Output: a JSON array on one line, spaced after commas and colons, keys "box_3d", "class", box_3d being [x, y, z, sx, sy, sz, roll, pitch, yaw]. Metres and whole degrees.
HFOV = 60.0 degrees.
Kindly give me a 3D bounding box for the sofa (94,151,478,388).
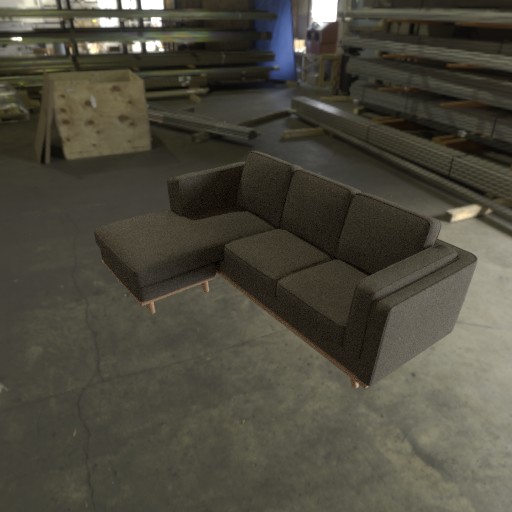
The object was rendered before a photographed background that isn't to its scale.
[{"box_3d": [0.000, 0.000, 3.195, 1.604, 0.929, 2.411, -20, 35, -31], "class": "sofa"}]
